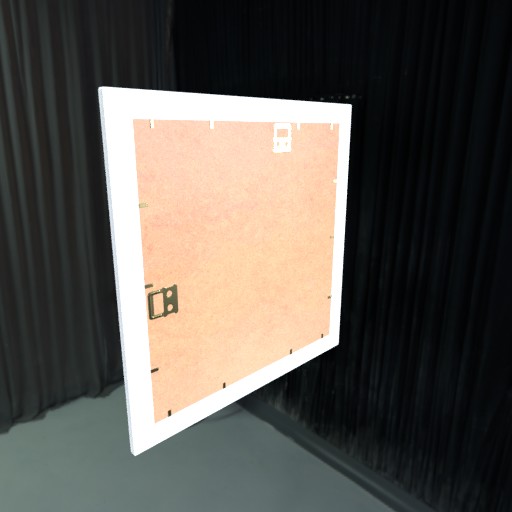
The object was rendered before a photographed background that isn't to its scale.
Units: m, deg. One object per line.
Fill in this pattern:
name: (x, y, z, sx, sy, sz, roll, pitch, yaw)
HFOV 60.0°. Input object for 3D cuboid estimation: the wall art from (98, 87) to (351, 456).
wall art: (0.000, 0.000, 0.868, 0.584, 0.584, 0.013, -15, 21, -42)
